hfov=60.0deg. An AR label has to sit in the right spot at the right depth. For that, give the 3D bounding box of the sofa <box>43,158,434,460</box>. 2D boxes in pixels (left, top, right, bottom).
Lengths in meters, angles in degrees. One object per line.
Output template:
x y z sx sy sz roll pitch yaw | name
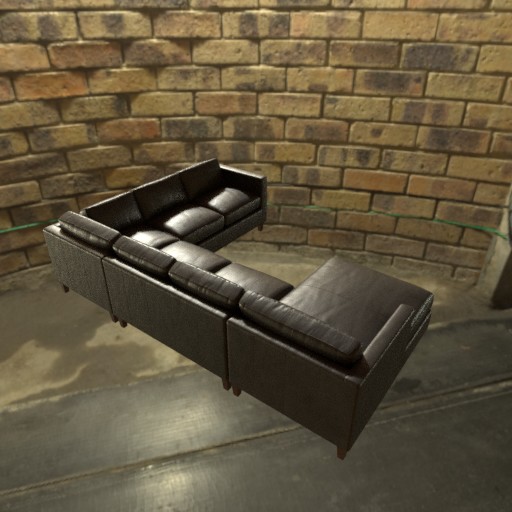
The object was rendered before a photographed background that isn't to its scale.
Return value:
0.000 0.000 4.399 3.324 0.891 2.452 21 37 31 | sofa
